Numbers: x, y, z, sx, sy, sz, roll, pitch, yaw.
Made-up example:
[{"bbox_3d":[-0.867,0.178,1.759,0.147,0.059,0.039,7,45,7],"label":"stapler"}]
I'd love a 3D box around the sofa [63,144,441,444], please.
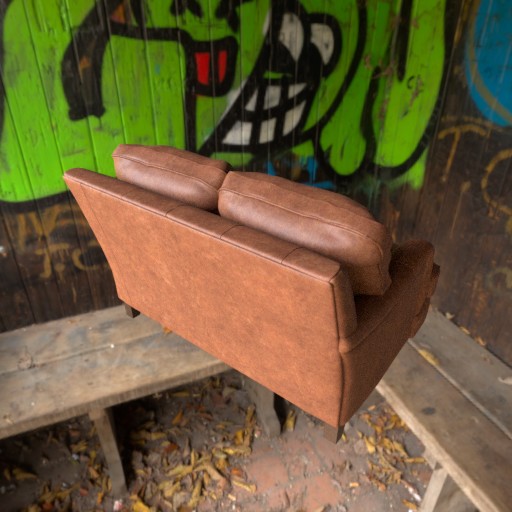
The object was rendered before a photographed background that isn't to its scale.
[{"bbox_3d":[0.000,0.000,2.198,1.527,1.004,1.077,22,37,32],"label":"sofa"}]
